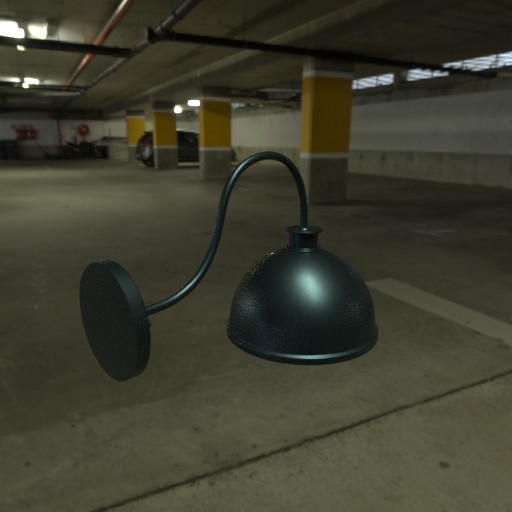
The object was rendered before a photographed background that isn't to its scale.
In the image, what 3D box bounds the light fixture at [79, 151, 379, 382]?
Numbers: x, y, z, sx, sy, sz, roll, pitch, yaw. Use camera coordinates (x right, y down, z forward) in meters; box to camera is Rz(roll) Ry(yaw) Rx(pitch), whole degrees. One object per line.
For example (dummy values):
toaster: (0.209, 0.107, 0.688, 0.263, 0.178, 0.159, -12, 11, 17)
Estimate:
light fixture: (0.000, 0.000, 0.642, 0.467, 0.295, 0.253, -14, 20, -42)
